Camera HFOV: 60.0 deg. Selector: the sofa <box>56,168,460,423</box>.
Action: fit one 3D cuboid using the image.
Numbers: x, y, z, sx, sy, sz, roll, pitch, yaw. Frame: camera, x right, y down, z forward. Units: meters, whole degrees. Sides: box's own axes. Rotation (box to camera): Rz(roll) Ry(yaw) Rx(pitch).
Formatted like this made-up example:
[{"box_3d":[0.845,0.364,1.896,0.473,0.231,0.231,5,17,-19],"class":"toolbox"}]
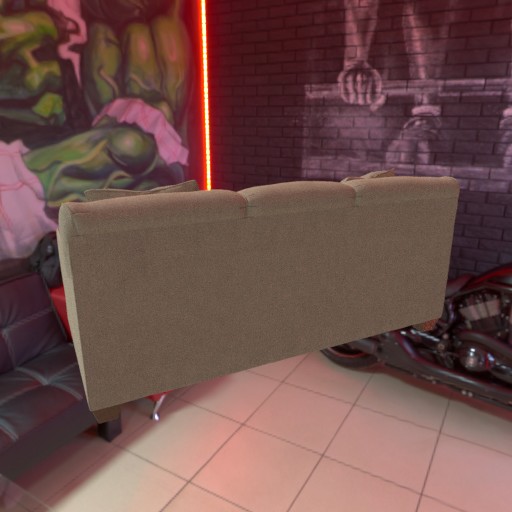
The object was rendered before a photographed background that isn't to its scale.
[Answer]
[{"box_3d":[0.000,0.000,2.507,2.024,0.958,0.997,-8,19,-26],"class":"sofa"}]
